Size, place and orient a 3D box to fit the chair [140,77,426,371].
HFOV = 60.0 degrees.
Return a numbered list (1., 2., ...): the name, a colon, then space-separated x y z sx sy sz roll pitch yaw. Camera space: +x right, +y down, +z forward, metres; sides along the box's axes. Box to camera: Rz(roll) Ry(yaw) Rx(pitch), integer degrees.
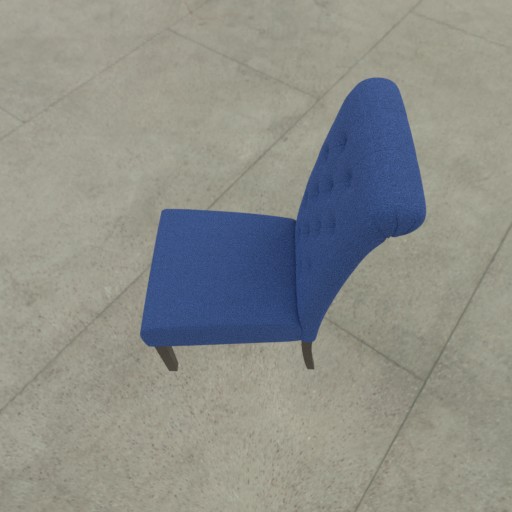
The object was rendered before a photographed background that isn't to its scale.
1. chair: 0.000 0.000 1.340 0.671 1.006 0.456 1 58 1
